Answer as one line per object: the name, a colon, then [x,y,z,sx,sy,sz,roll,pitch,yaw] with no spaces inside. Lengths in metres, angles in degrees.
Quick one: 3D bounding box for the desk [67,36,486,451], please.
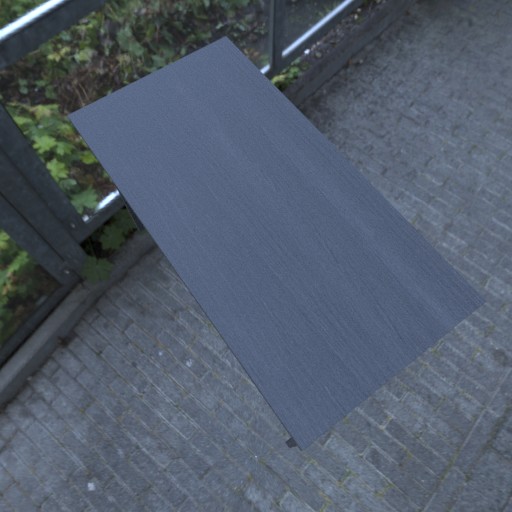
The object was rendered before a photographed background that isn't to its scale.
desk: [0.000,0.000,1.501,0.557,0.729,1.099,-33,70,-14]
